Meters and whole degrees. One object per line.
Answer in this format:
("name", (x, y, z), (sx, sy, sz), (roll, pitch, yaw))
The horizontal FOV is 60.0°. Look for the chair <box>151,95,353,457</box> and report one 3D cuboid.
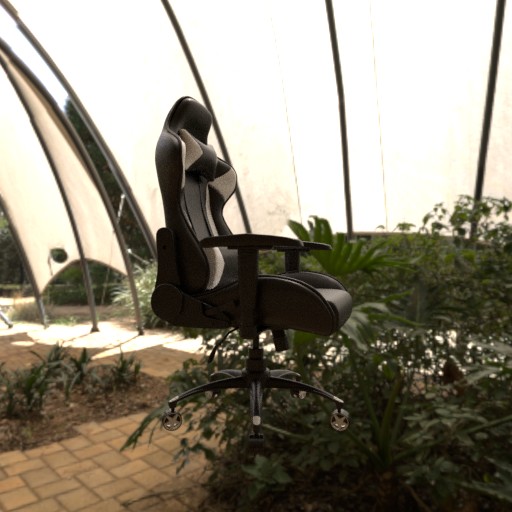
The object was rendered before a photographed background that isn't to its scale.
("chair", (0.000, 0.000, 1.747), (0.695, 1.285, 0.730), (0, 0, 18))
